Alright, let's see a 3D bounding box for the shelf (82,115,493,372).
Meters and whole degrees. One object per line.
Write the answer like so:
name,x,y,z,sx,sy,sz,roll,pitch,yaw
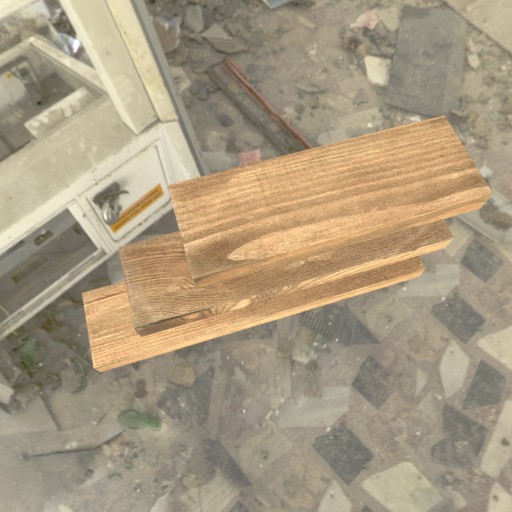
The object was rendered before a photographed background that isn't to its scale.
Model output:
shelf,0.000,0.000,0.705,0.610,0.293,0.140,-16,66,-7
